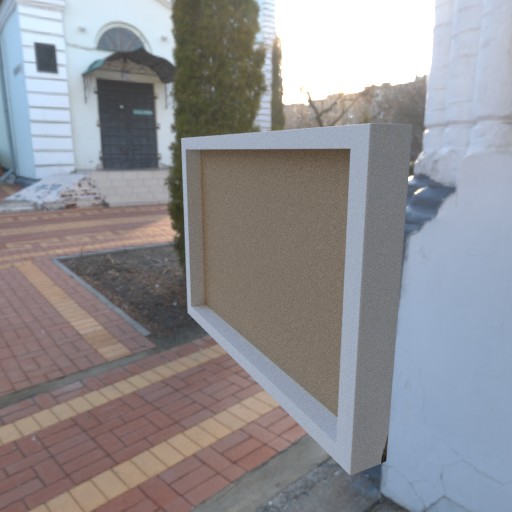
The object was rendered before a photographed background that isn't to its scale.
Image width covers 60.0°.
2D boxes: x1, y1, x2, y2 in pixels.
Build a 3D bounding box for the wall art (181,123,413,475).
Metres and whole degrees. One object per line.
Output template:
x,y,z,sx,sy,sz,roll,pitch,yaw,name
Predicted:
0.000,0.000,0.478,0.039,0.254,0.384,-7,15,-26,wall art
